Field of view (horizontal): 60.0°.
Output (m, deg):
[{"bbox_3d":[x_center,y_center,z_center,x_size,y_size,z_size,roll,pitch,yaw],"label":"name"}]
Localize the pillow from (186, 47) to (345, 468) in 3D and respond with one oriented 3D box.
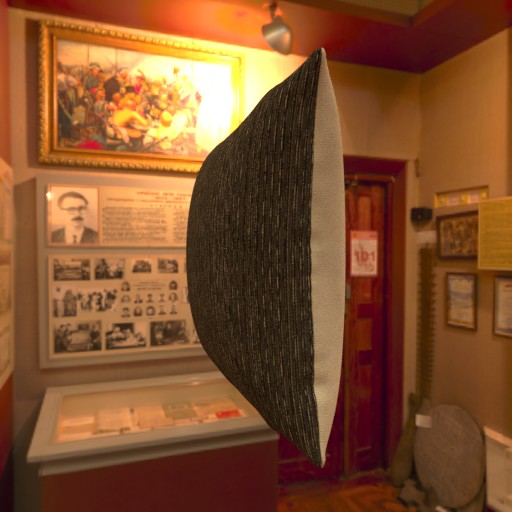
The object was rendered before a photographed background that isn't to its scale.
[{"bbox_3d":[0.000,0.000,0.655,0.196,0.434,0.433,0,1,-18],"label":"pillow"}]
